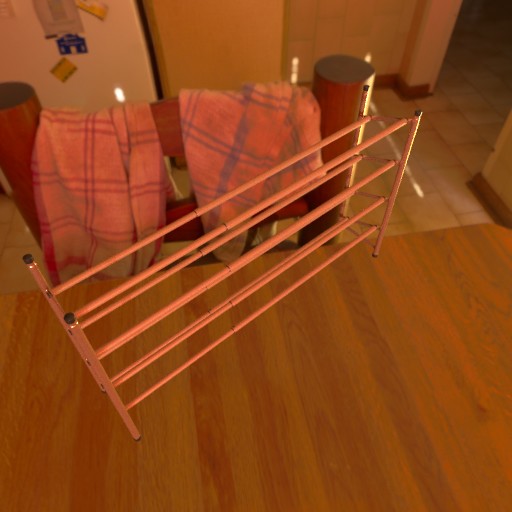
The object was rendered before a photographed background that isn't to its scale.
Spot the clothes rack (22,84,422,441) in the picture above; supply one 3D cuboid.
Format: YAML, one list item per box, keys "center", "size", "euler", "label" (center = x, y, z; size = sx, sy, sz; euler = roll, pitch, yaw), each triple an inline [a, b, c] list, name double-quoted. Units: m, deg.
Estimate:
- center: [0.000, 0.000, 1.415]
  size: [1.168, 0.672, 0.229]
  euler: [-33, 56, -26]
  label: "clothes rack"
